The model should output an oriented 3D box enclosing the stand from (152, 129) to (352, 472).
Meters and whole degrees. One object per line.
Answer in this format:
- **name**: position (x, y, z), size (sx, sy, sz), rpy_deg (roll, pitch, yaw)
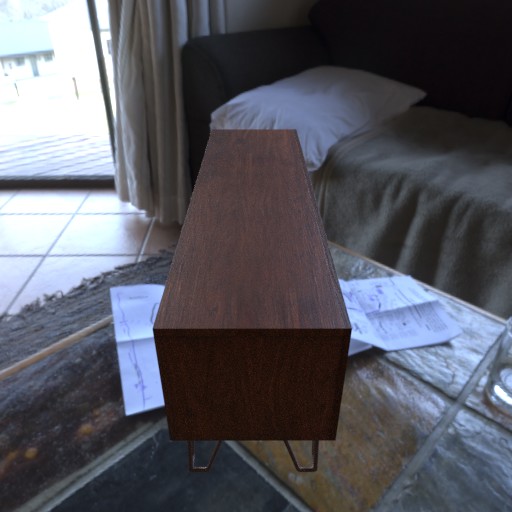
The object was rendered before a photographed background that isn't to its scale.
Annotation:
- **stand**: position (0.000, 0.000, 1.866), size (0.481, 0.610, 1.626), rpy_deg (0, 32, 0)
